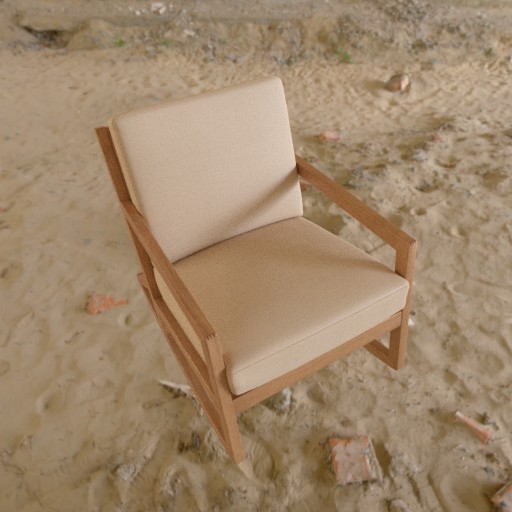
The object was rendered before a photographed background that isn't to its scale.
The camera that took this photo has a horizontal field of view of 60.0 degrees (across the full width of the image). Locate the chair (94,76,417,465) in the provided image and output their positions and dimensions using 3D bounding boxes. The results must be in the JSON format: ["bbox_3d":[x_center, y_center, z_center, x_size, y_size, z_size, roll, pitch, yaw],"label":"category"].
[{"bbox_3d":[0.000,0.000,1.390,0.622,0.790,0.857,-22,50,-20],"label":"chair"}]
